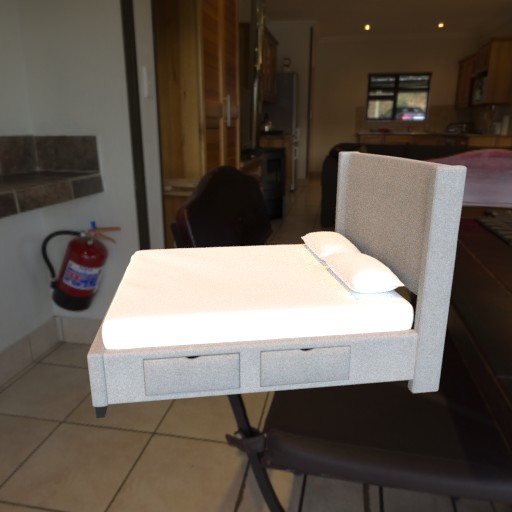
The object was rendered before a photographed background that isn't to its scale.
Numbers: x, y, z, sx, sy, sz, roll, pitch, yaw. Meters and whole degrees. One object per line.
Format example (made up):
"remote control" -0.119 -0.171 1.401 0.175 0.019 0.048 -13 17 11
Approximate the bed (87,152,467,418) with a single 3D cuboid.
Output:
"bed" 0.000 0.000 3.449 2.222 1.491 1.774 -2 16 -8
